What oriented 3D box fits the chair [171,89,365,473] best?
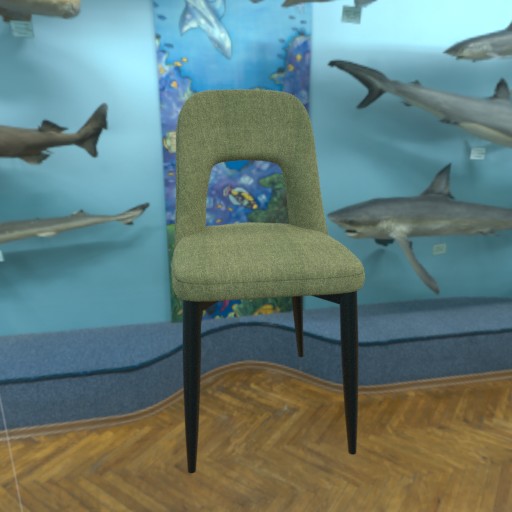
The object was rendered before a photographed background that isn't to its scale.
[{"bbox_3d":[0.000,0.000,1.273,0.470,0.931,0.612,-3,17,-8],"label":"chair"}]
